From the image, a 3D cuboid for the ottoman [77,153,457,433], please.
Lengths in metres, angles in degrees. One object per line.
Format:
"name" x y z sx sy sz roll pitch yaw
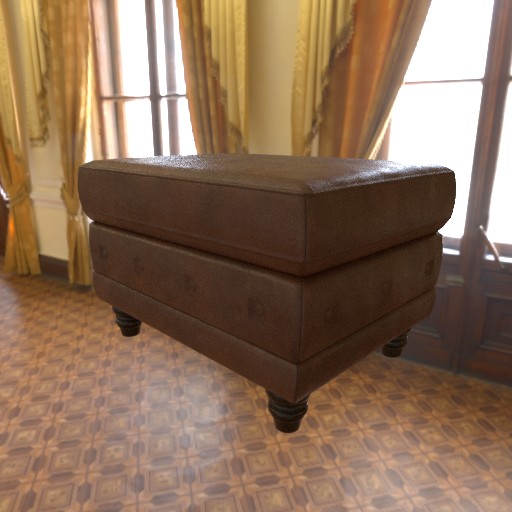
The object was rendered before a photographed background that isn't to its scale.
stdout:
"ottoman" 0.000 0.000 1.173 0.795 0.509 0.588 15 21 42
